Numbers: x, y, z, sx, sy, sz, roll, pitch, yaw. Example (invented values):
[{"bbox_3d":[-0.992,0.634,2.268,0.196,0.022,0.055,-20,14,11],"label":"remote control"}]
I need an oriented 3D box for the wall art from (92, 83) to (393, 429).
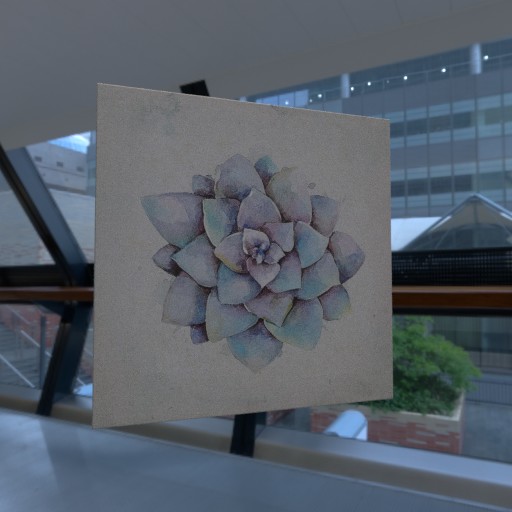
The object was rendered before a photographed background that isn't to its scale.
[{"bbox_3d":[0.000,0.000,0.894,0.612,0.612,0.040,1,-2,-18],"label":"wall art"}]
